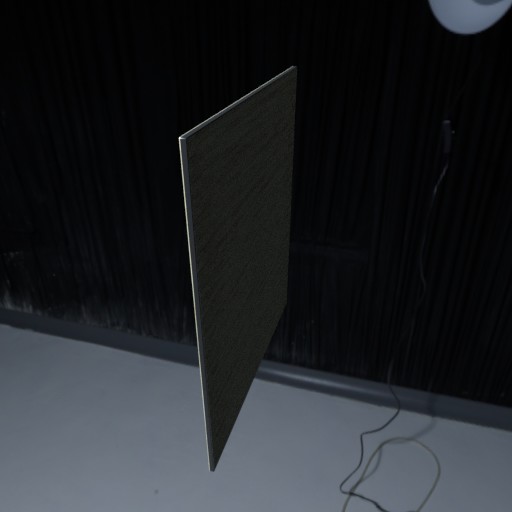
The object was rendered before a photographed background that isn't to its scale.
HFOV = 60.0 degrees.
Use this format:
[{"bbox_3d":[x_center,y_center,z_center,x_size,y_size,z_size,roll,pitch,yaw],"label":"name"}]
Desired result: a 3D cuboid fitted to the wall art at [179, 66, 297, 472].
[{"bbox_3d":[0.000,0.000,0.786,0.009,0.559,0.483,9,33,15],"label":"wall art"}]
